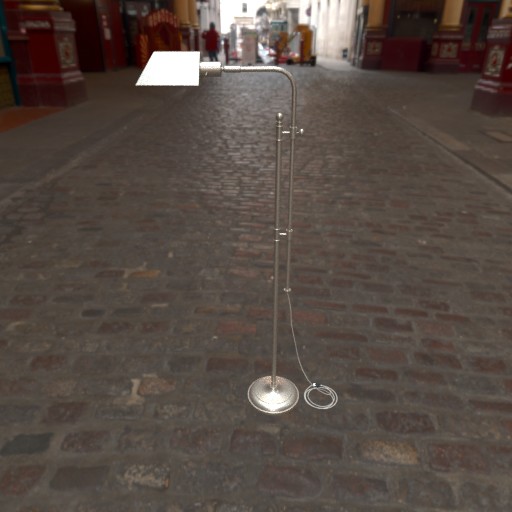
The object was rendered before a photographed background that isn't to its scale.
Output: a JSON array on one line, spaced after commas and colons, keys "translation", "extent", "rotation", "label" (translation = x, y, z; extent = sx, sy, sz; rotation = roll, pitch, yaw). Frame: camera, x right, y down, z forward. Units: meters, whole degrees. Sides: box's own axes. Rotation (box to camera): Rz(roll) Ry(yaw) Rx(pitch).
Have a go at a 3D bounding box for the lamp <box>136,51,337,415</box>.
[{"translation": [0.000, 0.000, 1.874], "extent": [0.813, 1.571, 0.256], "rotation": [1, 27, 1], "label": "lamp"}]
